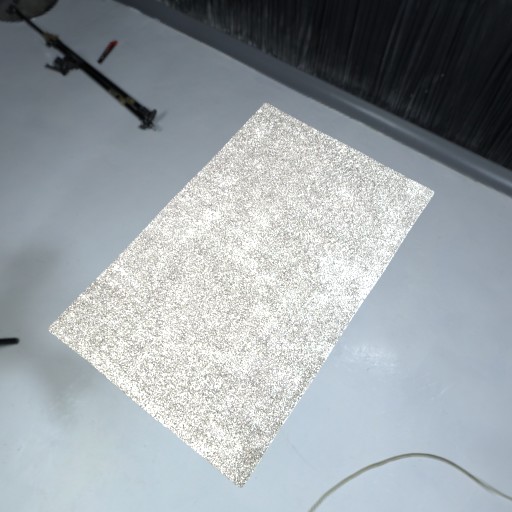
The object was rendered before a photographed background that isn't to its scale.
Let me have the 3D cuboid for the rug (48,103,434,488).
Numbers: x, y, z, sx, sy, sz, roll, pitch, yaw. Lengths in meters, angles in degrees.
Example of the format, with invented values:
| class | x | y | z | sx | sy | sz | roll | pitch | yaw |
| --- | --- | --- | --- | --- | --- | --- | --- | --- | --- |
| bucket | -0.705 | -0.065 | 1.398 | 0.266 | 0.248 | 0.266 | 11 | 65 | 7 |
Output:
| class | x | y | z | sx | sy | sz | roll | pitch | yaw |
| --- | --- | --- | --- | --- | --- | --- | --- | --- | --- |
| rug | 0.000 | 0.000 | 2.981 | 1.502 | 0.025 | 2.350 | 33 | 68 | 15 |
